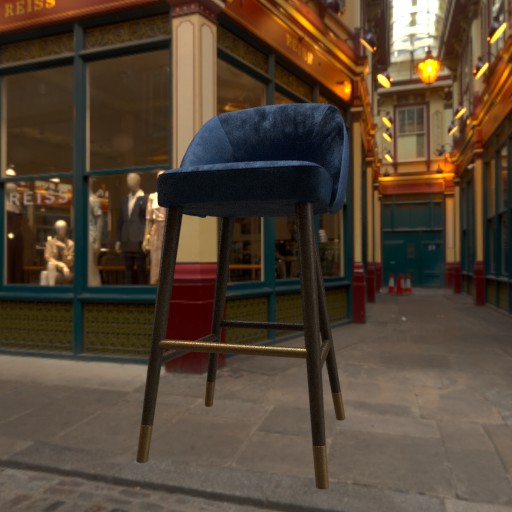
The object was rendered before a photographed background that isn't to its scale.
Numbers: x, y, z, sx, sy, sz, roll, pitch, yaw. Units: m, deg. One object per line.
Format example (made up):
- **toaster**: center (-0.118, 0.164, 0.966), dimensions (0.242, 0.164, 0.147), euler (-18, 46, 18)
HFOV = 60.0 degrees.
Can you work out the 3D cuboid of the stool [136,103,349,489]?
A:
- **stool**: center (0.000, 0.000, 1.266), dimensions (0.514, 1.016, 0.515), euler (0, 0, 16)
